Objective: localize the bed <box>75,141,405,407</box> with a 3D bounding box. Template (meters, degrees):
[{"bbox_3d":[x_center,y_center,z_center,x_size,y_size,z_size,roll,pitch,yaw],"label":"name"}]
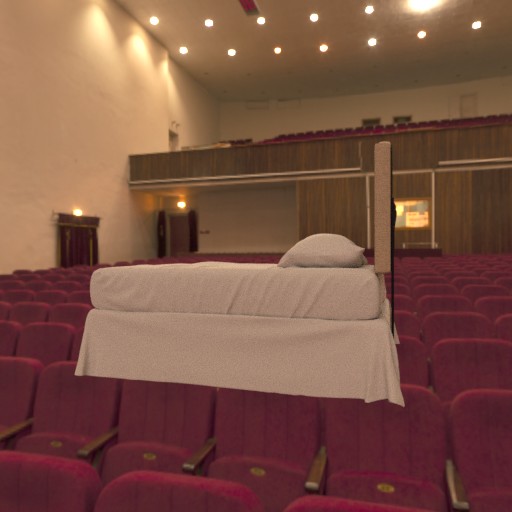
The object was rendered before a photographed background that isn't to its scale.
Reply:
[{"bbox_3d":[0.000,0.000,3.547,2.221,1.645,1.876,0,0,17],"label":"bed"}]
